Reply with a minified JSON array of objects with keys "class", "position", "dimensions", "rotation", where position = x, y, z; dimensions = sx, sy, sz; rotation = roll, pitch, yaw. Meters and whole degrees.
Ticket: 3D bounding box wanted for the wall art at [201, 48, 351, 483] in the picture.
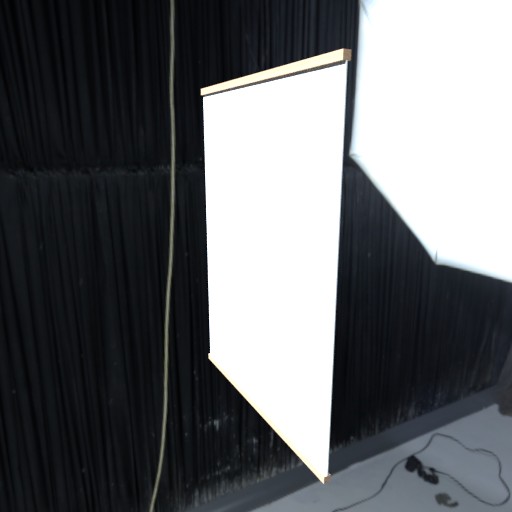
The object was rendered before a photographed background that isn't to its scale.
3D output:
[{"class":"wall art","position":[0.000,0.000,0.795],"dimensions":[0.012,0.608,0.459],"rotation":[-8,16,-27]}]
